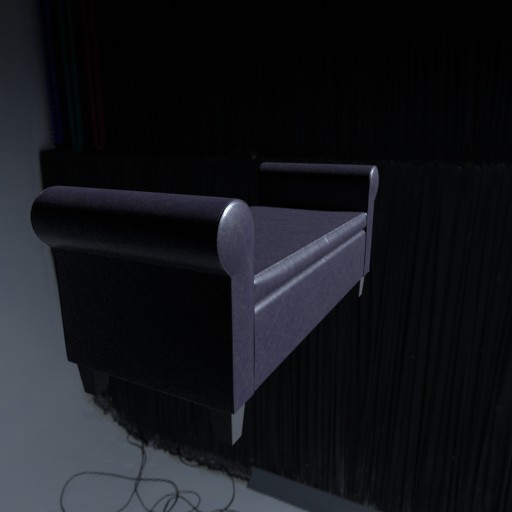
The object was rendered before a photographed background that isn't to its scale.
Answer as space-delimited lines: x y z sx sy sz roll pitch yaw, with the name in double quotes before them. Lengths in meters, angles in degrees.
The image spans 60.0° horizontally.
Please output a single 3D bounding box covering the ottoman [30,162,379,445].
"ottoman" 0.000 0.000 1.483 0.521 0.547 1.256 8 17 27
